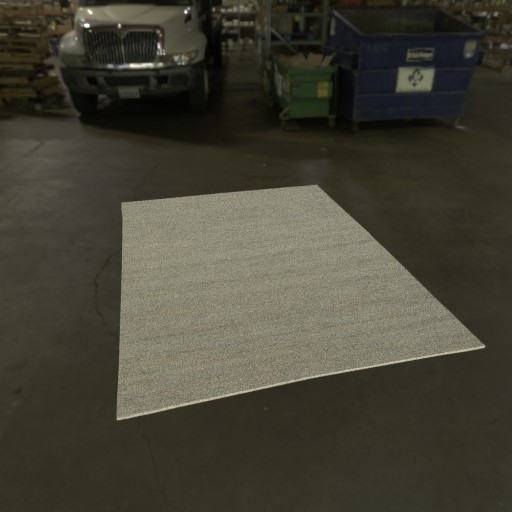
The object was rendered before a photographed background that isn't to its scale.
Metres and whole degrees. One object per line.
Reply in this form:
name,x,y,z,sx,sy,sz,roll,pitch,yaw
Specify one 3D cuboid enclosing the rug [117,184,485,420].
rug,0.000,0.000,4.639,2.757,0.051,3.626,-7,31,-12
